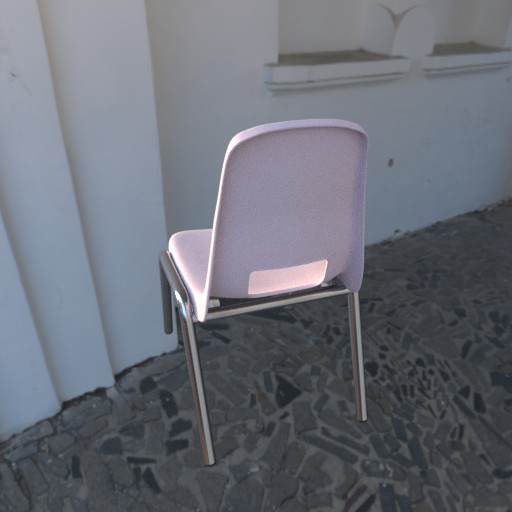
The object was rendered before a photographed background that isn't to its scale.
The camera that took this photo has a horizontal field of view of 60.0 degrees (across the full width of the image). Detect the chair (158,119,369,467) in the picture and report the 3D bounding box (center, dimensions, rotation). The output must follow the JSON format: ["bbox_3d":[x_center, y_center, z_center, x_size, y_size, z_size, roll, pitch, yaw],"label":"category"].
[{"bbox_3d":[0.000,0.000,0.864,0.354,0.586,0.423,-9,29,-16],"label":"chair"}]
